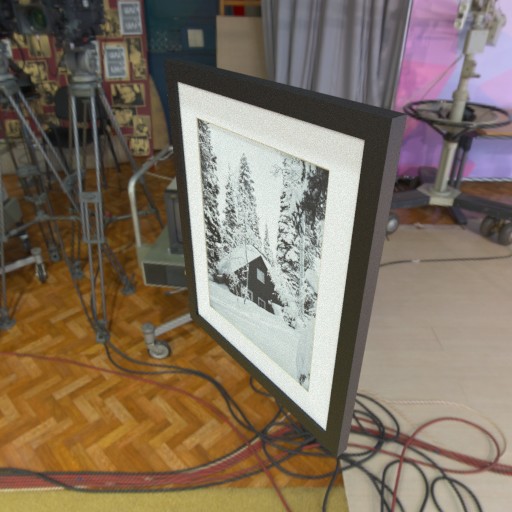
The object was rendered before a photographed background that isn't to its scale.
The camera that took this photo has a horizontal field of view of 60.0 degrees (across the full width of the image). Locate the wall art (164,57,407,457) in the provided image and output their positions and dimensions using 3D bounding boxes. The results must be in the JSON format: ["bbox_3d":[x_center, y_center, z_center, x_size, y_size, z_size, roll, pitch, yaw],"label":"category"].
[{"bbox_3d":[0.000,0.000,0.528,0.018,0.397,0.325,-24,39,-32],"label":"wall art"}]
